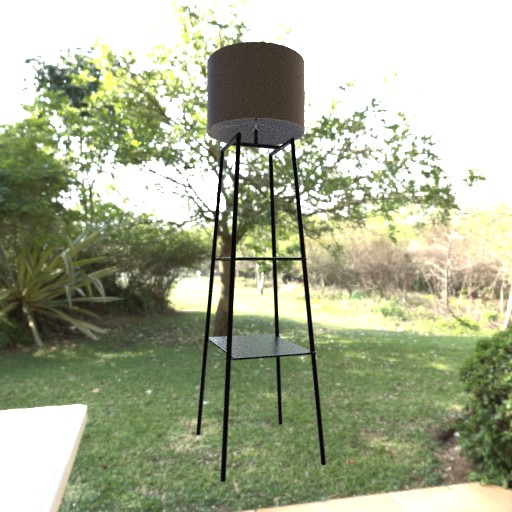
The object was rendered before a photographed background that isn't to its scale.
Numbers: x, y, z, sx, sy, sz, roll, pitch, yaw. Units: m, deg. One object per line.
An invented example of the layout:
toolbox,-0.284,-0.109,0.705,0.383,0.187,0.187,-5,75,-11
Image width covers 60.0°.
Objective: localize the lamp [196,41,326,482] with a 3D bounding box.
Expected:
lamp,0.000,0.000,1.704,0.384,1.474,0.427,0,-1,-19
